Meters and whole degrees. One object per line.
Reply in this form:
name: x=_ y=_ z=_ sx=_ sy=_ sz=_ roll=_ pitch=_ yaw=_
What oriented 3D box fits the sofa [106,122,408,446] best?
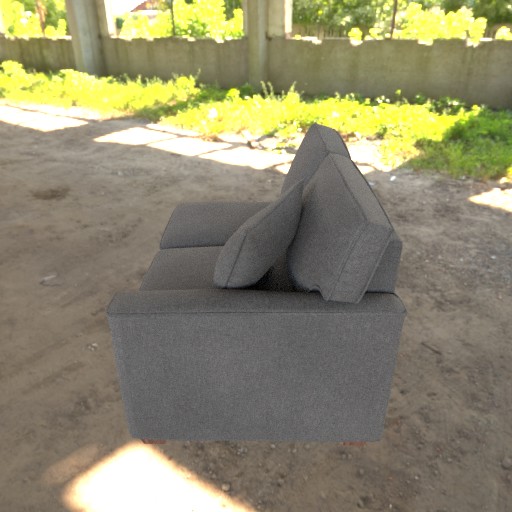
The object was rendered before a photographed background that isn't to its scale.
sofa: x=0.000 y=0.000 z=2.085 sx=0.991 sy=0.989 sz=1.388 roll=0 pitch=27 yaw=1
